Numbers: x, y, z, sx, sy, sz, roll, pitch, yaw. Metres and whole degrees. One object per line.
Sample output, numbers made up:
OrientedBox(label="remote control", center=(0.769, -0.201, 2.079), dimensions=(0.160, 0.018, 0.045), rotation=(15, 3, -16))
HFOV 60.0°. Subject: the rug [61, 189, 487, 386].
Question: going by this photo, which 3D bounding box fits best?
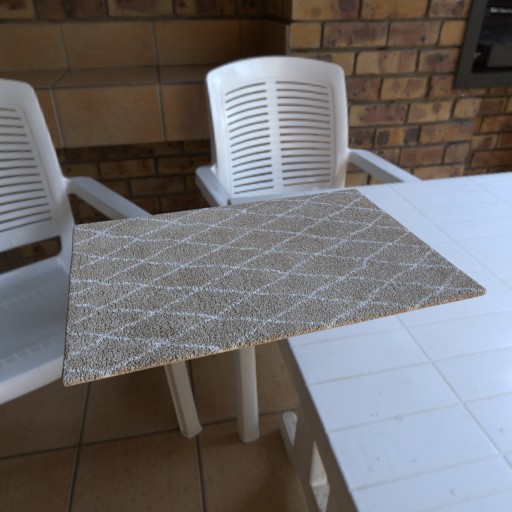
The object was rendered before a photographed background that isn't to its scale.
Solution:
OrientedBox(label="rug", center=(0.000, 0.000, 2.235), dimensions=(1.778, 0.030, 1.219), rotation=(-9, 33, -15))
